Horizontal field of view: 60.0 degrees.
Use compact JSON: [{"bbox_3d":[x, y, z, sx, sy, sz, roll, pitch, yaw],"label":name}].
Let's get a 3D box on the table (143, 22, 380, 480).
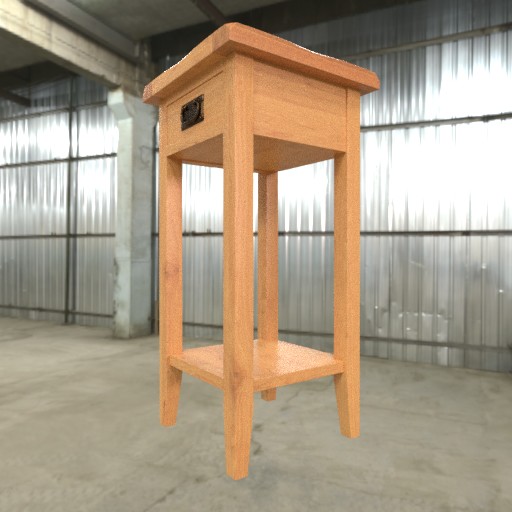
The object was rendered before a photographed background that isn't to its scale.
[{"bbox_3d":[0.000,0.000,0.943,0.360,0.740,0.360,0,1,-36],"label":"table"}]
